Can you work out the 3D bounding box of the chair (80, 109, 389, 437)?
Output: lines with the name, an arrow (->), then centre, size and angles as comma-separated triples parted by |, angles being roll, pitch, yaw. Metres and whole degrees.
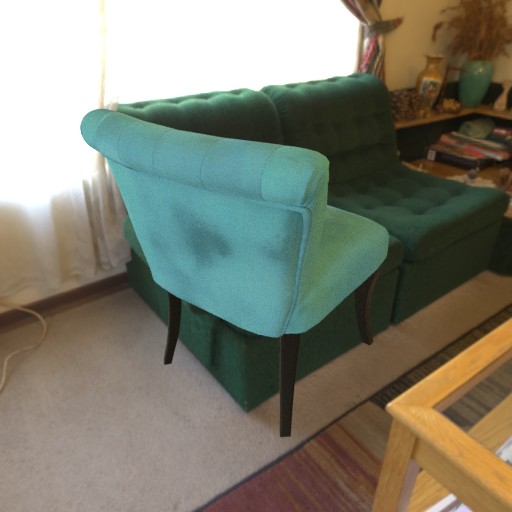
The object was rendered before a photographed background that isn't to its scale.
chair -> 0.000, 0.000, 1.149 | 0.582, 0.750, 0.605 | 20, 36, 31
